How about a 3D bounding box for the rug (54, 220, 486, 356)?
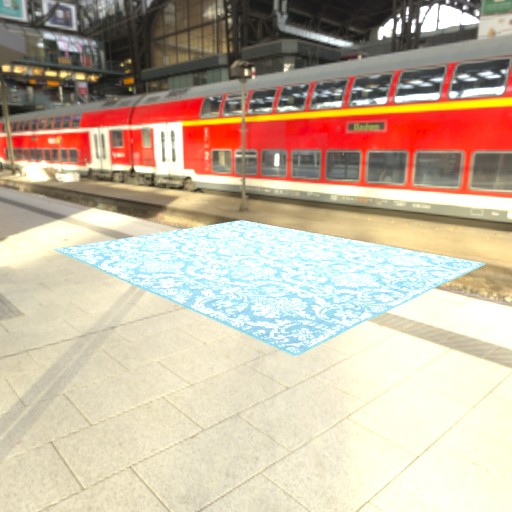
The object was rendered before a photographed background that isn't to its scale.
[{"bbox_3d":[0.000,0.000,3.877,2.363,0.012,2.980,-13,19,-42],"label":"rug"}]
